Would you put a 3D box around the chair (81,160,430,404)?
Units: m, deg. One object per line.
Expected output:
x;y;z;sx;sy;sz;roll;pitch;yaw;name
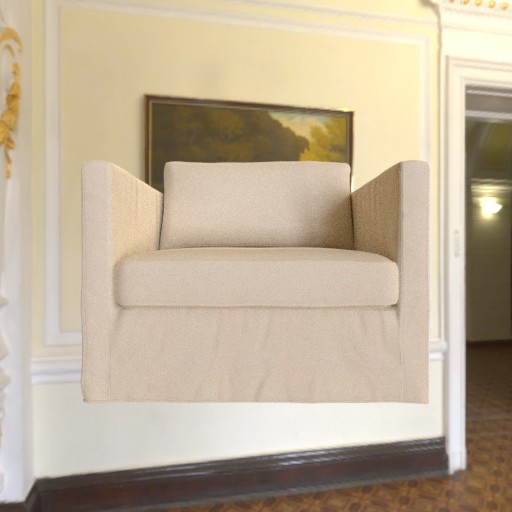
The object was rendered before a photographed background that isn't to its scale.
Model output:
0.000;0.000;1.743;1.057;0.851;0.947;0;1;0;chair
